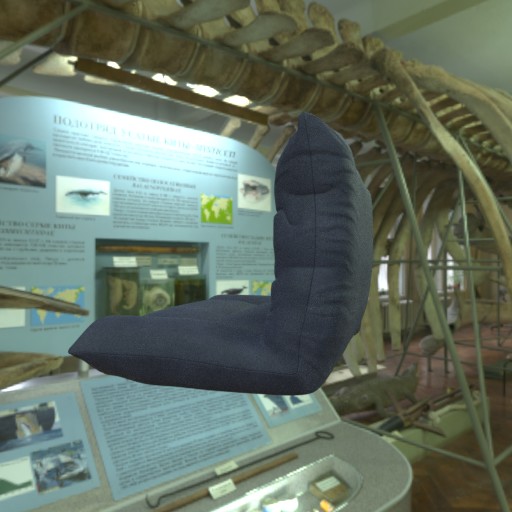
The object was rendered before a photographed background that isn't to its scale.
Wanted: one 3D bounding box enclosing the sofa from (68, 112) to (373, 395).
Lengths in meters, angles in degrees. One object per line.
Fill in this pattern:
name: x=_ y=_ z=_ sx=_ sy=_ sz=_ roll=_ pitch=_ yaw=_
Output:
sofa: x=0.000 y=0.000 z=1.733 sx=0.849 sy=0.778 sz=1.122 roll=0 pitch=-1 yaw=18
